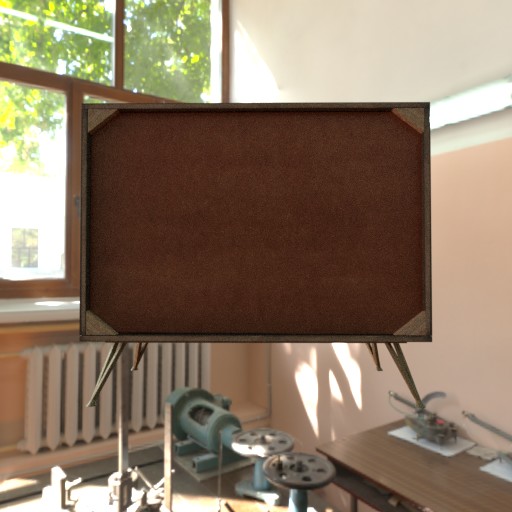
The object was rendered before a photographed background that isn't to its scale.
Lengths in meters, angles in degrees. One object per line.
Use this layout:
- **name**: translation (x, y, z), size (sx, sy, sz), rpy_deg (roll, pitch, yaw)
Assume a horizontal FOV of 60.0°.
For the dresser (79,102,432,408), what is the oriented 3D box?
- **dresser**: translation (0.000, 0.000, 1.390), size (0.923, 0.801, 0.453), rpy_deg (0, -1, 1)
